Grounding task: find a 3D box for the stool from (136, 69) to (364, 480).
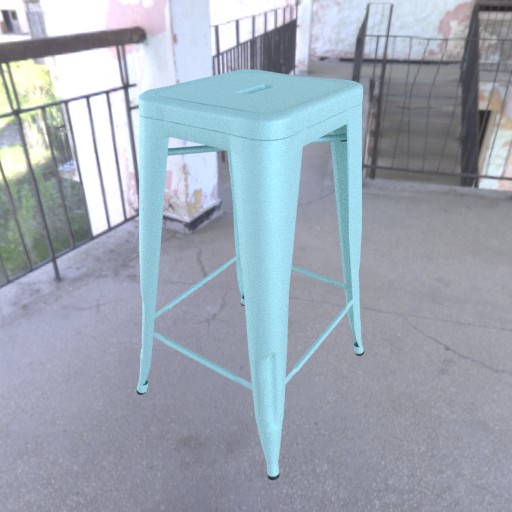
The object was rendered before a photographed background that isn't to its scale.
[{"bbox_3d":[0.000,0.000,0.841,0.359,0.609,0.399,20,36,29],"label":"stool"}]
